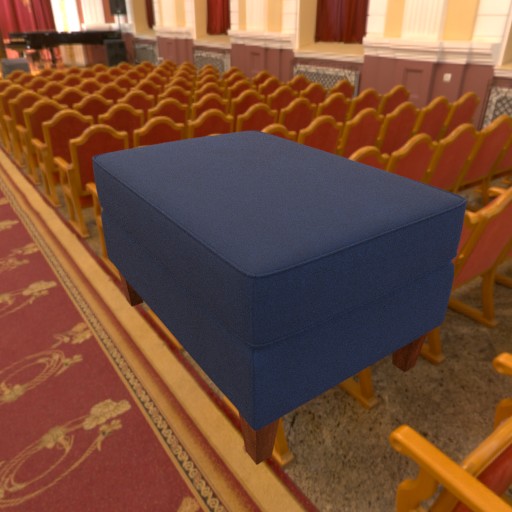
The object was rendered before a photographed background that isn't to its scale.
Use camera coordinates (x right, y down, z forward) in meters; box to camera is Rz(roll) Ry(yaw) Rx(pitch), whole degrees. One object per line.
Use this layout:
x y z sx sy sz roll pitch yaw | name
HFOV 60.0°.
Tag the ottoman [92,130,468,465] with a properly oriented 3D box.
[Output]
0.000 0.000 1.388 0.686 0.584 0.965 -18 33 -30 | ottoman
